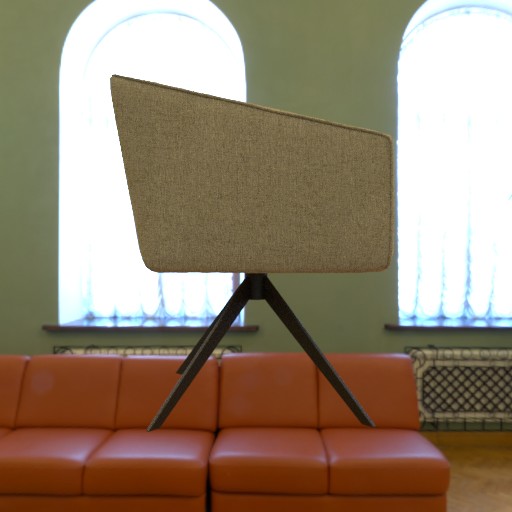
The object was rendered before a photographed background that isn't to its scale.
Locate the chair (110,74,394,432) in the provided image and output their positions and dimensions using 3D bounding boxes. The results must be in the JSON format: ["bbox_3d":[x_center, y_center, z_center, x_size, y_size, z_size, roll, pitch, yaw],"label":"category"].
[{"bbox_3d":[0.000,0.000,1.220,0.623,0.760,0.628,0,-1,0],"label":"chair"}]
